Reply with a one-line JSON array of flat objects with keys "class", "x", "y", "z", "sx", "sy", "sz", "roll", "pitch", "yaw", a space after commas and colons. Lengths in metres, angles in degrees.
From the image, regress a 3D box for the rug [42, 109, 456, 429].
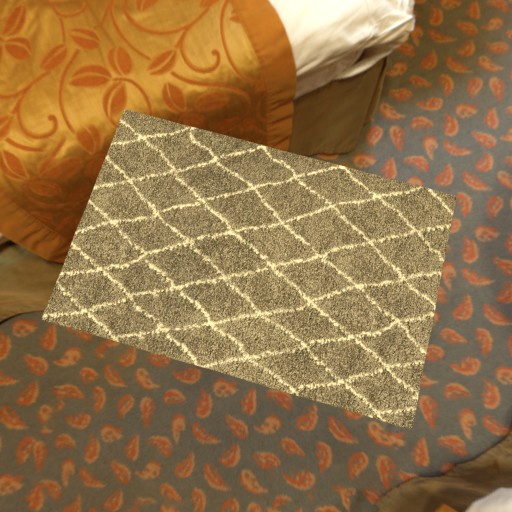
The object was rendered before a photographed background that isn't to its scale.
[{"class": "rug", "x": 0.000, "y": 0.000, "z": 3.339, "sx": 2.743, "sy": 0.030, "sz": 1.778, "roll": 16, "pitch": 77, "yaw": 4}]
